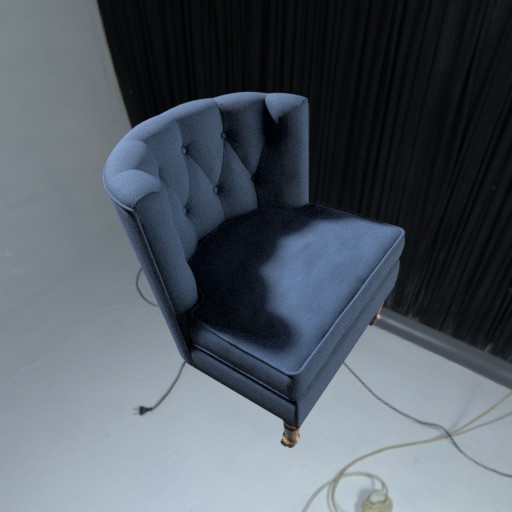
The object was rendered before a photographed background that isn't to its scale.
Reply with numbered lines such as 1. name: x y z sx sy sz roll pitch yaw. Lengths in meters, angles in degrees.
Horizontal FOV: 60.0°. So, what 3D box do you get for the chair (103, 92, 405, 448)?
1. chair: 0.000 0.000 1.367 0.718 0.771 0.740 24 46 26
